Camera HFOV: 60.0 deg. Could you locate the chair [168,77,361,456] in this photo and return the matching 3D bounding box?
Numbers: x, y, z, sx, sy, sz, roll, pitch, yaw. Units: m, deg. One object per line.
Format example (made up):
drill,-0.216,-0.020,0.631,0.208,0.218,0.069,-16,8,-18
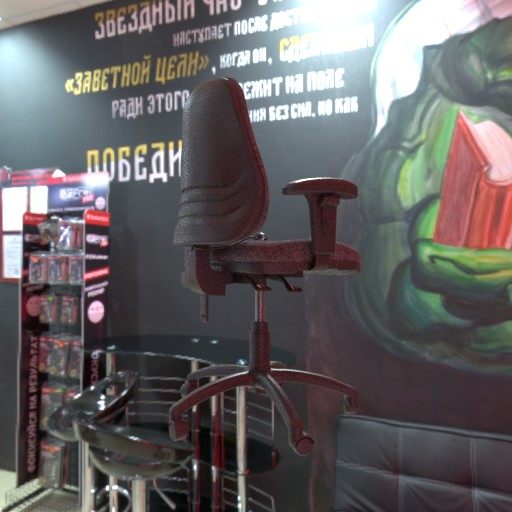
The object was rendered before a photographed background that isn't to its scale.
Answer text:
chair,0.000,0.000,1.255,0.530,0.910,0.550,0,0,-36
